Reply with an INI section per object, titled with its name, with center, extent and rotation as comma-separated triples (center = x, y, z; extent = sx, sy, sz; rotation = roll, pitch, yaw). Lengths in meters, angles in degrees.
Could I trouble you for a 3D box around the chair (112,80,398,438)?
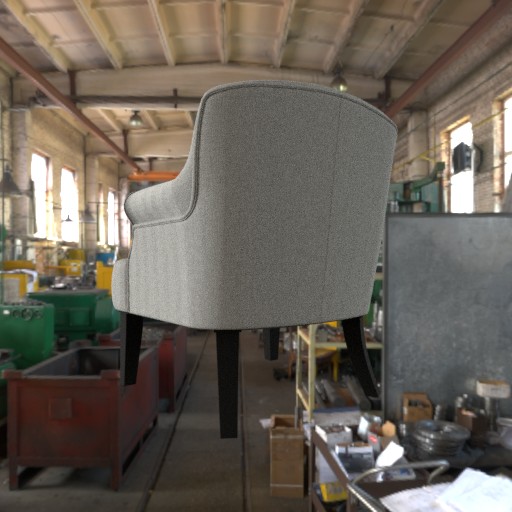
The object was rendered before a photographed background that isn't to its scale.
[chair]
center = 0.000, 0.000, 1.454
extent = 0.772, 0.880, 0.755
rotation = 0, 0, -36
